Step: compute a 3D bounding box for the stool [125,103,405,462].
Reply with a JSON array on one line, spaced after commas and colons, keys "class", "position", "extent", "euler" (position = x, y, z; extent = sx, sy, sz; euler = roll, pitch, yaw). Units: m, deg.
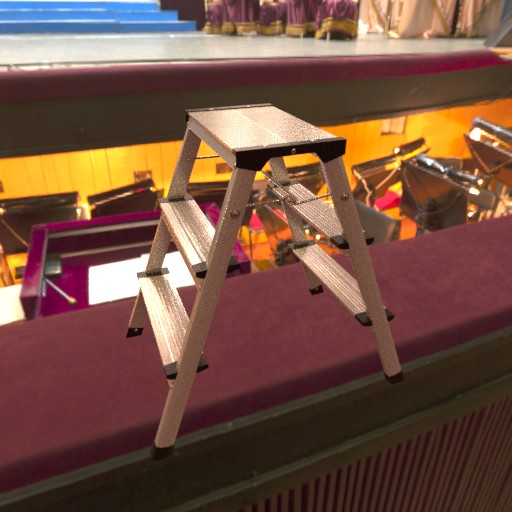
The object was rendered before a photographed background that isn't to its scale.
[{"class": "stool", "position": [0.000, 0.000, 1.022], "extent": [0.622, 0.605, 0.437], "euler": [-11, 31, -18]}]
